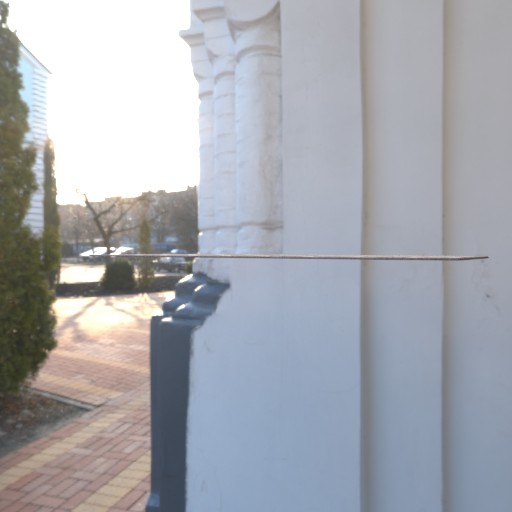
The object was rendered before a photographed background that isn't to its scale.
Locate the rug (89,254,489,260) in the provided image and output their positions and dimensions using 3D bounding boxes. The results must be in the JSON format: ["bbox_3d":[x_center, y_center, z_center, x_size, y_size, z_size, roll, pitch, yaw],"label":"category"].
[{"bbox_3d":[0.000,0.000,2.698,2.437,0.013,0.685,0,1,36],"label":"rug"}]
